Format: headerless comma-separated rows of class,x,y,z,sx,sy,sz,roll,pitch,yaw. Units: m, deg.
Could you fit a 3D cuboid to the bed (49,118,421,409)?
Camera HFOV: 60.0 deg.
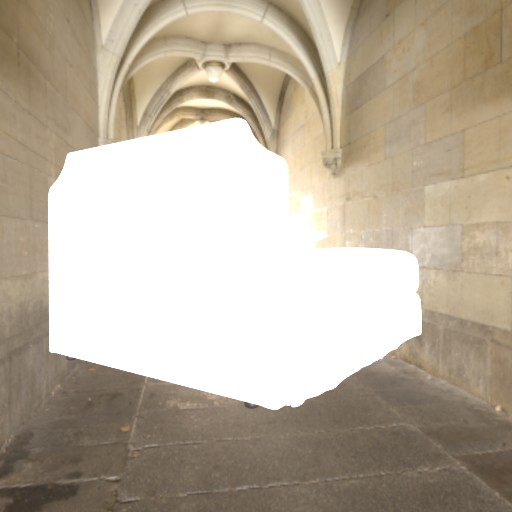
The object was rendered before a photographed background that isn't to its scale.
bed,0.000,0.000,3.776,2.134,1.524,2.548,1,2,36
